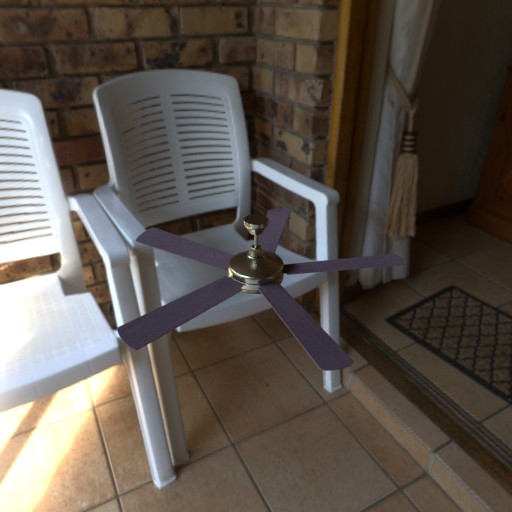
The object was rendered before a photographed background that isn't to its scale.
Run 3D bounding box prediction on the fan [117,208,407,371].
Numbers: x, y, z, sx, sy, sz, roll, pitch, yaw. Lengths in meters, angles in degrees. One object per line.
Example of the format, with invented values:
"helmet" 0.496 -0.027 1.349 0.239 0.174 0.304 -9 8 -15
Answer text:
"fan" 0.000 0.000 1.961 1.321 0.356 1.321 -19 35 -29
